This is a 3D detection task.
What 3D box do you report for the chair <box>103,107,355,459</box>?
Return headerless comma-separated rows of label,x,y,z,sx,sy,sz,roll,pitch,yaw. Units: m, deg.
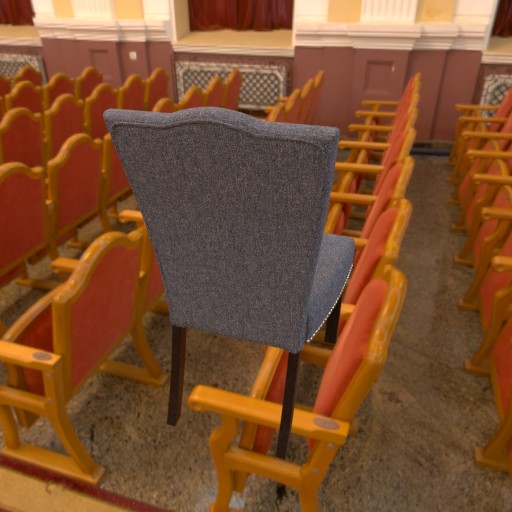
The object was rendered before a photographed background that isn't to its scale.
chair,0.000,0.000,1.298,0.518,0.946,0.589,10,32,16
